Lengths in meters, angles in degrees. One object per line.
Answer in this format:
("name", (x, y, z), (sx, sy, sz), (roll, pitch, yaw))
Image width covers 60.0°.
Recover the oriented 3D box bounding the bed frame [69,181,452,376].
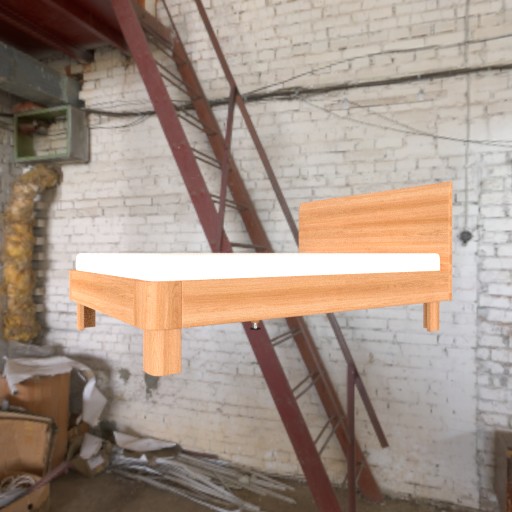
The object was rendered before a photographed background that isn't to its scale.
("bed frame", (0.000, 0.000, 2.846), (1.992, 0.940, 1.472), (0, 1, -34))
